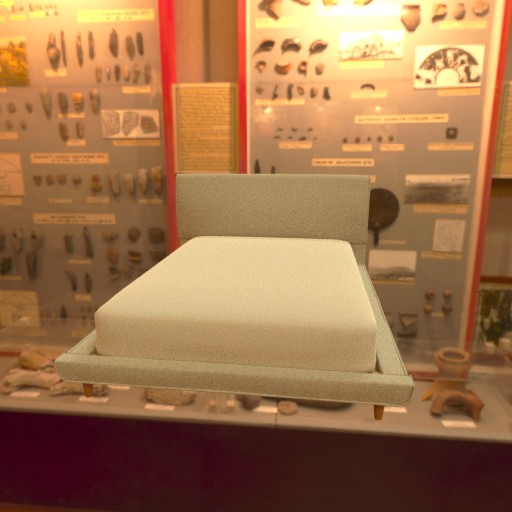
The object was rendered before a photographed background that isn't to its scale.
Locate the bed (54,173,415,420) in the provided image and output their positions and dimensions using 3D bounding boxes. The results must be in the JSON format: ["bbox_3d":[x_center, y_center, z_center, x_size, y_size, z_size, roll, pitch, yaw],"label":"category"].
[{"bbox_3d":[0.000,0.000,3.276,1.840,1.067,2.368,2,14,7],"label":"bed"}]
